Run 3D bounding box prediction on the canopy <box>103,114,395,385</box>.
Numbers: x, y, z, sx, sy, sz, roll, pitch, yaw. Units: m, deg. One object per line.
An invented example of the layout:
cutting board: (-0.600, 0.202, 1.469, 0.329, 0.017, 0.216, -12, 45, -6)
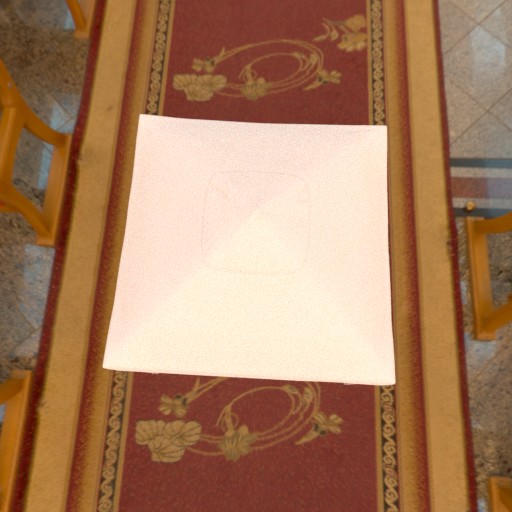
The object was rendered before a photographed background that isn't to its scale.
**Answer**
canopy: (0.000, 0.000, 5.611, 2.998, 2.997, 2.996, 3, 74, 1)
